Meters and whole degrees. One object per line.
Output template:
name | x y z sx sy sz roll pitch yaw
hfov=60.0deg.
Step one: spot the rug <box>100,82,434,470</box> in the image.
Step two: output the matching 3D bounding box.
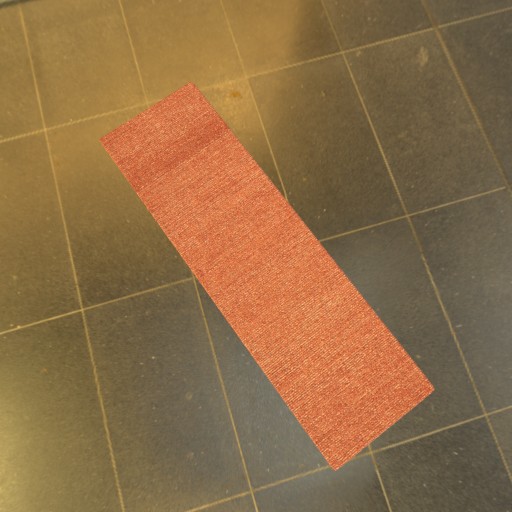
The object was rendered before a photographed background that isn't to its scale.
rug | 0.000 0.000 2.529 0.687 0.012 2.307 -35 79 -8
